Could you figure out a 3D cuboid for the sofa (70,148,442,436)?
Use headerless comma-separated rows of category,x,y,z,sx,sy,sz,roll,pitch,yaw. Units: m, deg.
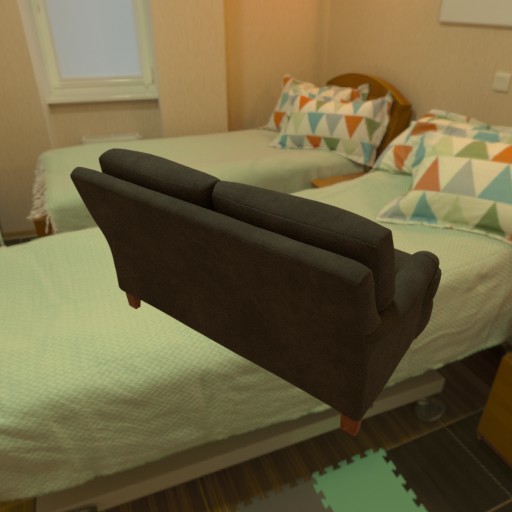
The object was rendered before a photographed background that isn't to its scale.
sofa,0.000,0.000,2.549,1.853,1.101,1.084,21,36,32
